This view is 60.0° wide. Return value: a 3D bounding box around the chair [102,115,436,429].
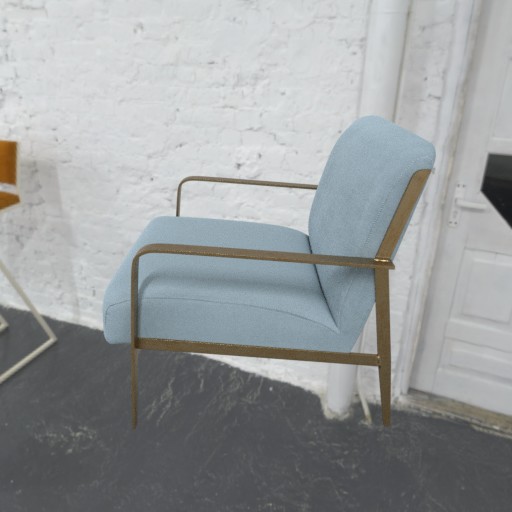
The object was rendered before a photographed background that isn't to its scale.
[{"bbox_3d":[0.000,0.000,1.439,0.842,0.824,0.701,0,24,0],"label":"chair"}]
